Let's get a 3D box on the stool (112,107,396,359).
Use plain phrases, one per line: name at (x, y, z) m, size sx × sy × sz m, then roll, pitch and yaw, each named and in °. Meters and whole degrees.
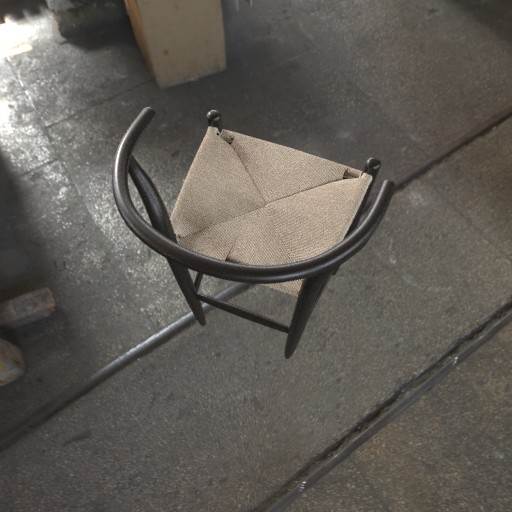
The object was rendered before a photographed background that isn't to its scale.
stool at (0.000, 0.000, 1.299) m, size 0.569 × 0.970 × 0.579 m, roll 19°, pitch 64°, yaw 10°
